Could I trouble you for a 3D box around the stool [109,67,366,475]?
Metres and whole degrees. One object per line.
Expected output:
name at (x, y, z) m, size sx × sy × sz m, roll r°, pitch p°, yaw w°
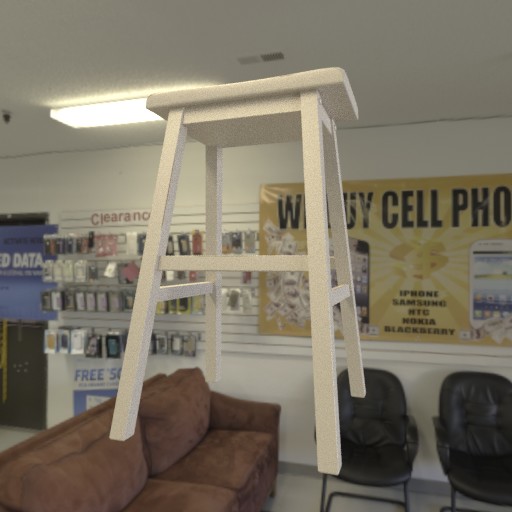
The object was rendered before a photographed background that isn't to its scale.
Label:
stool at (0.000, 0.000, 1.041) m, size 0.457 × 0.737 × 0.476 m, roll 0°, pitch -1°, yaw 19°
